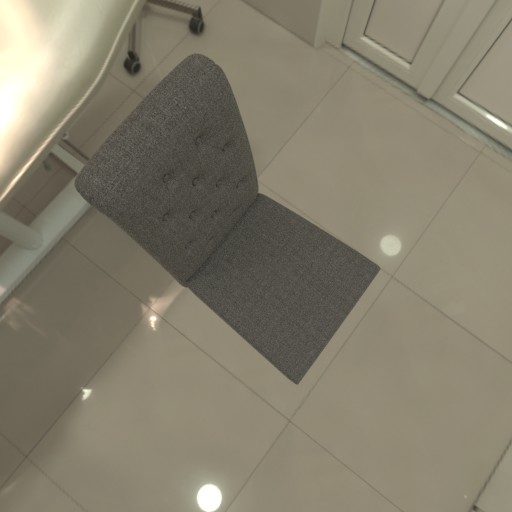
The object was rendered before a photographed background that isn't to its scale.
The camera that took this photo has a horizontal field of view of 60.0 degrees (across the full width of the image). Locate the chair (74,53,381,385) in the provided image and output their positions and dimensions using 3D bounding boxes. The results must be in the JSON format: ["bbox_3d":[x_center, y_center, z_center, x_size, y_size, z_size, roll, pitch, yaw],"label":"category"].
[{"bbox_3d":[0.000,0.000,1.355,0.671,1.006,0.456,37,79,8],"label":"chair"}]
